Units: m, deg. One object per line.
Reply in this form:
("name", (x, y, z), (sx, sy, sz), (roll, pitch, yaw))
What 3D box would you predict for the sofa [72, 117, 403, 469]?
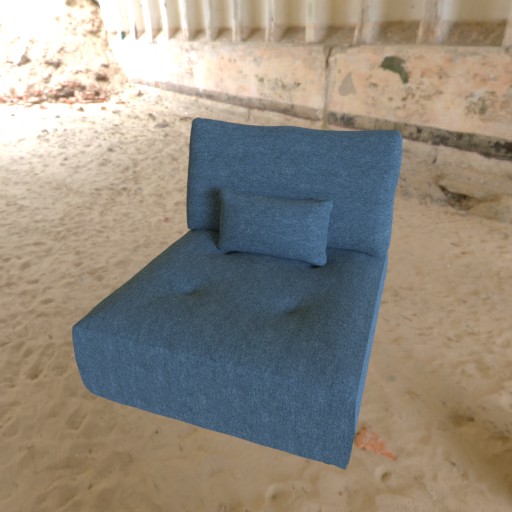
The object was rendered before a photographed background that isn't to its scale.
("sofa", (0.000, 0.000, 1.661), (0.930, 0.820, 1.000), (9, 28, 17))
